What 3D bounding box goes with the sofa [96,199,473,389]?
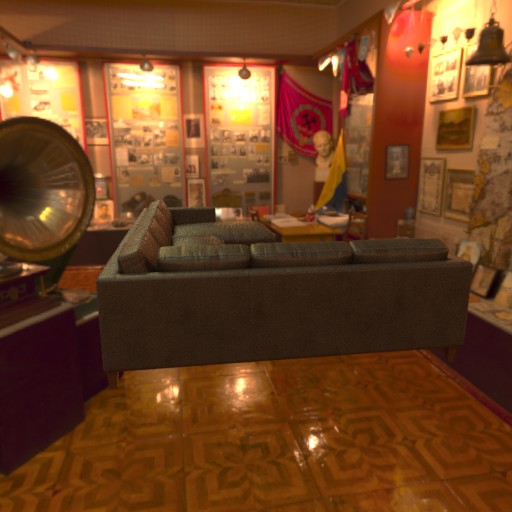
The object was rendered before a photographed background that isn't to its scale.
[{"bbox_3d":[0.000,0.000,4.454,2.452,0.891,3.324,-2,14,-9],"label":"sofa"}]
